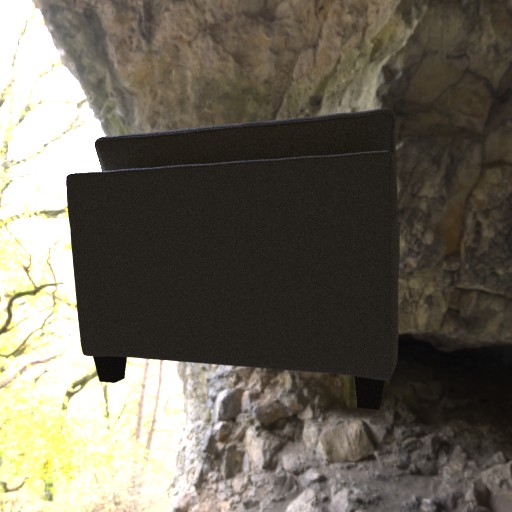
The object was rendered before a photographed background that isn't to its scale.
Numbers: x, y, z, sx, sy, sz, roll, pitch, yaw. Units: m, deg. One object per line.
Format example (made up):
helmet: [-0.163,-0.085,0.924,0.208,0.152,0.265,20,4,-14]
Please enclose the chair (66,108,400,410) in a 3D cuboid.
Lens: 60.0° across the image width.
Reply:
chair: [0.000,0.000,1.973,1.220,1.016,1.040,0,0,18]
